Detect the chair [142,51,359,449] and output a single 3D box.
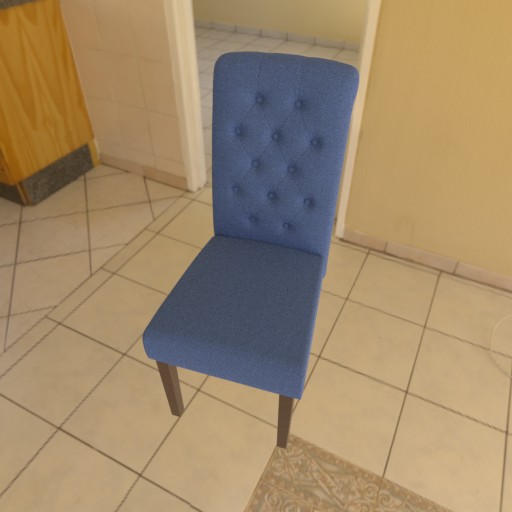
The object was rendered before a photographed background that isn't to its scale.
[{"bbox_3d":[0.000,0.000,1.356,0.456,1.006,0.671,12,43,13],"label":"chair"}]
